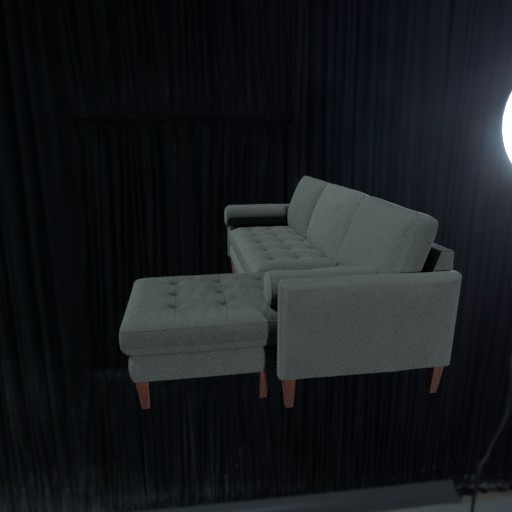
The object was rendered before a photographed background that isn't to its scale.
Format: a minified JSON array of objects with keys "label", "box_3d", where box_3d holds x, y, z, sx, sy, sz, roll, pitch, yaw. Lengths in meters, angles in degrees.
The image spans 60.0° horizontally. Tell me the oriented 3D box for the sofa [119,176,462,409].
[{"label":"sofa","box_3d":[0.000,0.000,2.915,1.506,0.876,2.178,-3,16,-9]}]
